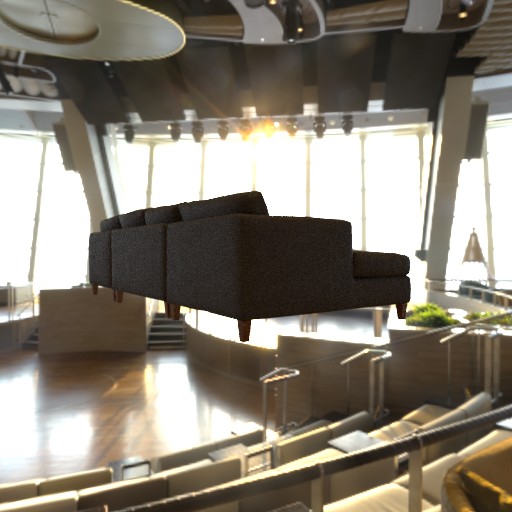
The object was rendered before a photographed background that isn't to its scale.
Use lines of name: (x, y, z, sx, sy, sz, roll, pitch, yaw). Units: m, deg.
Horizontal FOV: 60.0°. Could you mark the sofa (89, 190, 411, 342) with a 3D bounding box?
sofa: (0.000, 0.000, 4.681, 2.594, 0.961, 3.460, -1, 1, -35)
